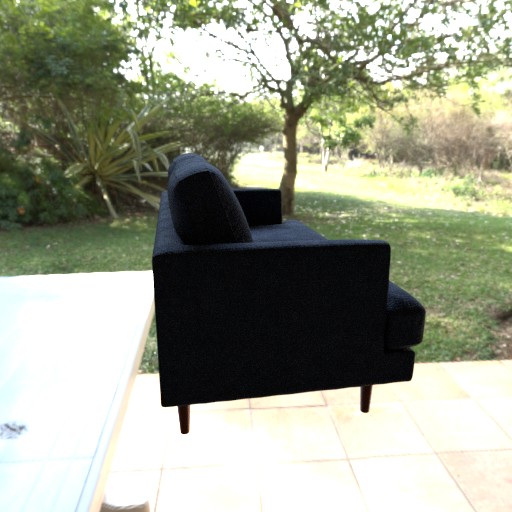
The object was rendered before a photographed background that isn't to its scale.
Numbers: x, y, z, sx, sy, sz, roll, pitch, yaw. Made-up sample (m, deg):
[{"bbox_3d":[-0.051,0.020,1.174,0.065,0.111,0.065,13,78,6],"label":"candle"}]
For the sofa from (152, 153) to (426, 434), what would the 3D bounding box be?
[{"bbox_3d":[0.000,0.000,2.141,0.903,0.944,1.582,-3,15,-10],"label":"sofa"}]
